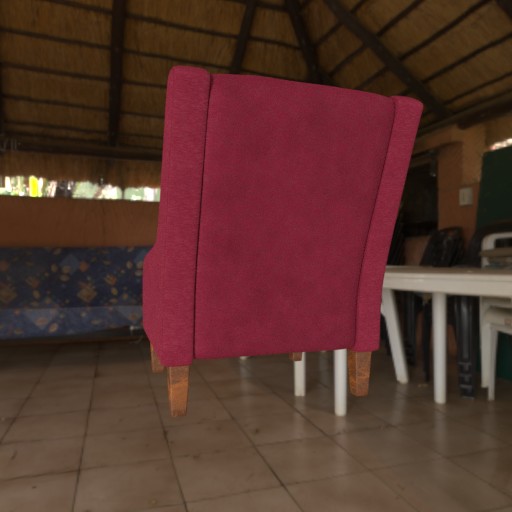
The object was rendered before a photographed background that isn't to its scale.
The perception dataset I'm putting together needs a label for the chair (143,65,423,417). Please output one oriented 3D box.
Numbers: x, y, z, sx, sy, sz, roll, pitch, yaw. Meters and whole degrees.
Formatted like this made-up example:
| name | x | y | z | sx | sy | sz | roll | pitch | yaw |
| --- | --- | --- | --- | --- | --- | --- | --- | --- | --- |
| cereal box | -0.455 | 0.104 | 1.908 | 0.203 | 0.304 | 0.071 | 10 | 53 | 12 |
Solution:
| name | x | y | z | sx | sy | sz | roll | pitch | yaw |
| --- | --- | --- | --- | --- | --- | --- | --- | --- | --- |
| chair | 0.000 | 0.000 | 1.716 | 0.793 | 1.017 | 0.985 | 0 | 0 | -19 |
